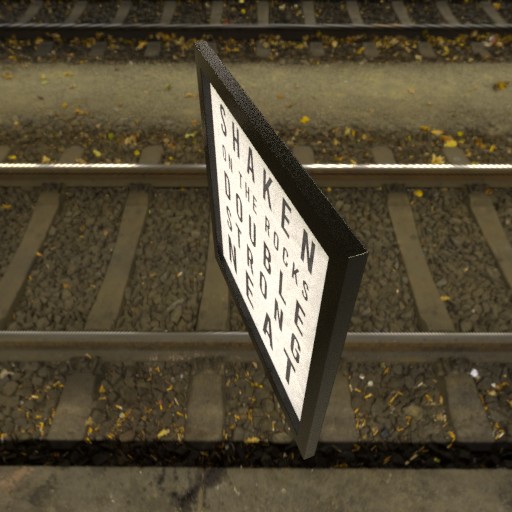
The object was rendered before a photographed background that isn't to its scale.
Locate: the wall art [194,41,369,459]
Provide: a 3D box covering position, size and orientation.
[{"bbox_3d":[0.000,0.000,0.508,0.014,0.349,0.349,-16,49,-14],"label":"wall art"}]
